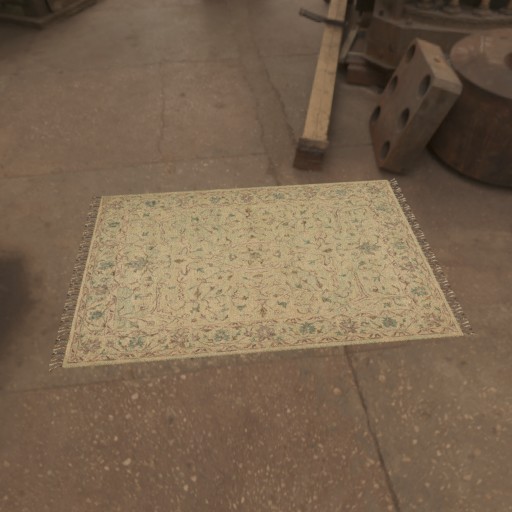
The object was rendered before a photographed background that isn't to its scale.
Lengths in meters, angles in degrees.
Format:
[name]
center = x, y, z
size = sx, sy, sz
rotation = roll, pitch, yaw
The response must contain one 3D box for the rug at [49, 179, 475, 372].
[rug]
center = 0.000, 0.000, 3.033
size = 2.435, 0.010, 1.544
rotation = -4, 47, -4
